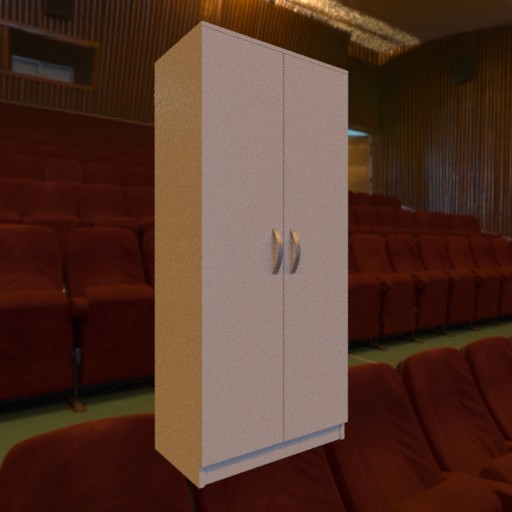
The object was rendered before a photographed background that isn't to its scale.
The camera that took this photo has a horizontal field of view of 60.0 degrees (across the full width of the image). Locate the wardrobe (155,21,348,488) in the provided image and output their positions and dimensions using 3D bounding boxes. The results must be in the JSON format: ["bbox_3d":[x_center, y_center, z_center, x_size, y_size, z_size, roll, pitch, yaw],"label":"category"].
[{"bbox_3d":[0.000,0.000,1.982,0.760,1.700,0.470,0,0,-35],"label":"wardrobe"}]
